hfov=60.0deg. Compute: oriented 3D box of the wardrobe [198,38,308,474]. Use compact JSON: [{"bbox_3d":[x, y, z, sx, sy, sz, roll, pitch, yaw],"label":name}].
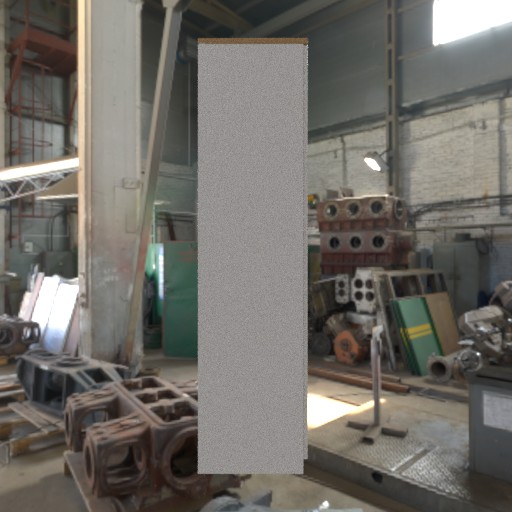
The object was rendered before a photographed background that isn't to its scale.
[{"bbox_3d":[0.000,0.000,3.378,0.590,2.260,2.160,0,0,0],"label":"wardrobe"}]
